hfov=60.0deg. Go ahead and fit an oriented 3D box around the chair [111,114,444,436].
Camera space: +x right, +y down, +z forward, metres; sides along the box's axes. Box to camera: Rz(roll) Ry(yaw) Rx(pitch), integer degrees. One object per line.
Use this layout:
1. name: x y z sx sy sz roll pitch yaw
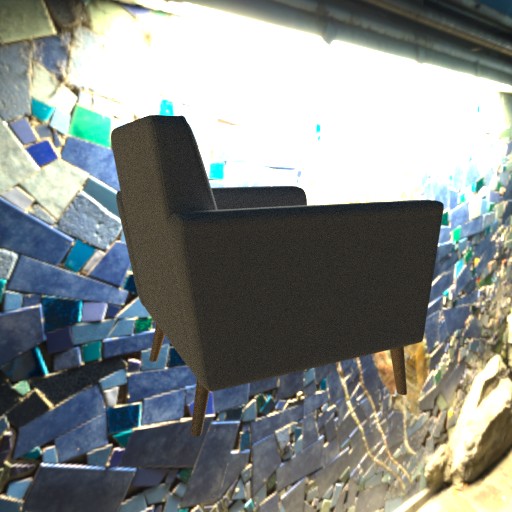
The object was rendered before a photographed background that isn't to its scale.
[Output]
1. chair: 0.000 0.000 1.382 0.750 0.780 0.780 -6 14 -25
